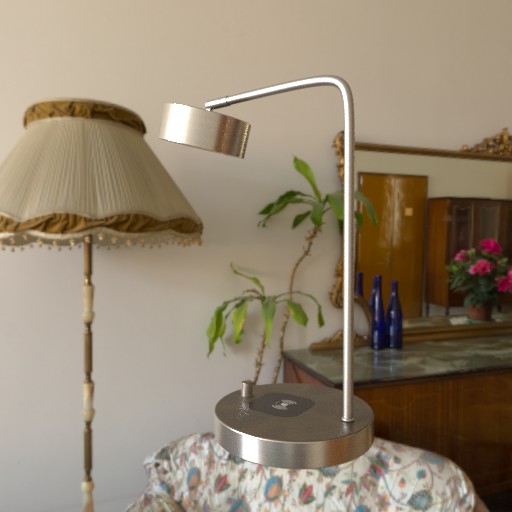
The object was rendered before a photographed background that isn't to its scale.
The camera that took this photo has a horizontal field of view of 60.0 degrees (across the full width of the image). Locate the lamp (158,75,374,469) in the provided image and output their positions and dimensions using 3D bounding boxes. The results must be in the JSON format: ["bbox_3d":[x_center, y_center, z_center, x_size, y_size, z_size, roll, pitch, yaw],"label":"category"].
[{"bbox_3d":[0.000,0.000,0.627,0.334,0.469,0.211,1,2,36],"label":"lamp"}]
